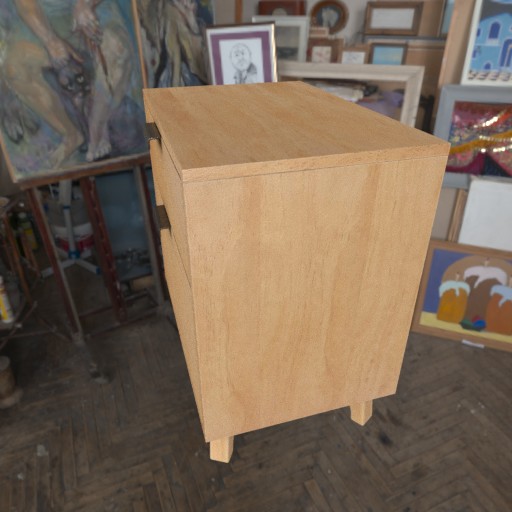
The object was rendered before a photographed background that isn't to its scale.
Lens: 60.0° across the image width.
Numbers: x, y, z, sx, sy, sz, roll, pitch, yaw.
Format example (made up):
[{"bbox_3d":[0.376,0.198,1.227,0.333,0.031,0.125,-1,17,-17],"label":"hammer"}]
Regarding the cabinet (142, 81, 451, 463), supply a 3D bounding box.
[{"bbox_3d":[0.000,0.000,0.938,0.394,0.599,0.551,-9,31,-15],"label":"cabinet"}]
